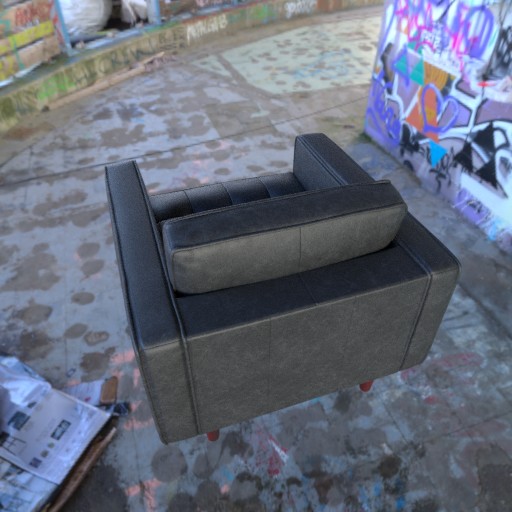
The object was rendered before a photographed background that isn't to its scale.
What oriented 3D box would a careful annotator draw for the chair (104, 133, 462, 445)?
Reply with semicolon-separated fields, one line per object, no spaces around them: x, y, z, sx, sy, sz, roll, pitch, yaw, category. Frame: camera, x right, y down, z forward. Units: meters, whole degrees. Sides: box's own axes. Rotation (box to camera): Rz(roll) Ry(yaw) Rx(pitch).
0.000;0.000;1.523;0.889;0.763;0.914;-13;42;-14;chair
